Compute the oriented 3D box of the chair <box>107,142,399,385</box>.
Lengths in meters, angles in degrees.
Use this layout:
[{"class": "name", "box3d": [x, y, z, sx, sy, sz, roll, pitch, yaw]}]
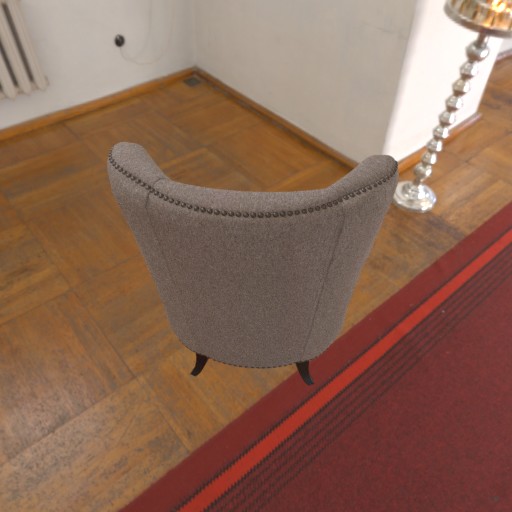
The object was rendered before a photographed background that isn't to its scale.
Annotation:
[{"class": "chair", "box3d": [0.000, 0.000, 1.582, 0.759, 1.060, 0.758, 4, 47, 3]}]
